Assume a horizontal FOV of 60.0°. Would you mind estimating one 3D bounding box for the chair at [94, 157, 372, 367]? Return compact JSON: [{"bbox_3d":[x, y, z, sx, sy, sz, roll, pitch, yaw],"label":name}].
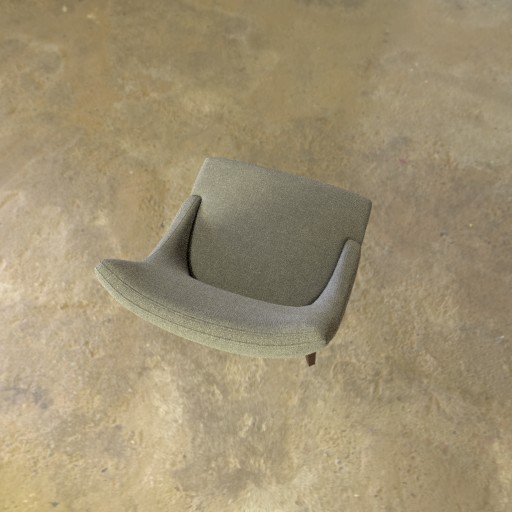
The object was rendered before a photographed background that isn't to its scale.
[{"bbox_3d":[0.000,0.000,1.516,0.701,0.909,0.861,17,65,8],"label":"chair"}]
